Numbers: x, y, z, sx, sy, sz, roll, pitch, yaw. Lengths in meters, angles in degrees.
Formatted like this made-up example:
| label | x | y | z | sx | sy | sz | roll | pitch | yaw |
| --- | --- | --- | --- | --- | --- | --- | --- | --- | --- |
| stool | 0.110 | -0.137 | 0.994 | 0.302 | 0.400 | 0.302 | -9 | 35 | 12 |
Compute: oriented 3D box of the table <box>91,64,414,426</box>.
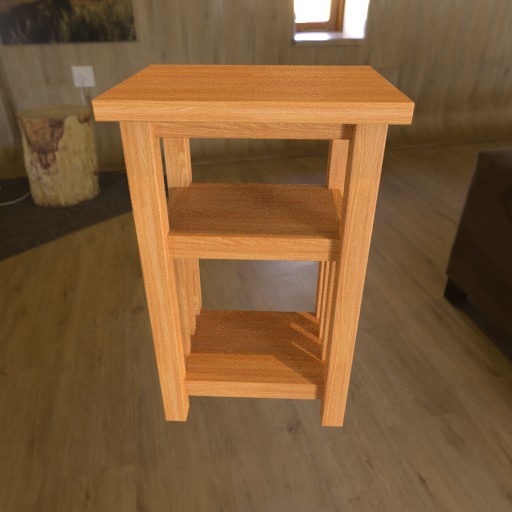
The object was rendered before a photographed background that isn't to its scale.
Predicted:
| label | x | y | z | sx | sy | sz | roll | pitch | yaw |
| --- | --- | --- | --- | --- | --- | --- | --- | --- | --- |
| table | 0.000 | 0.000 | 0.735 | 0.350 | 0.550 | 0.270 | 1 | 31 | 2 |
